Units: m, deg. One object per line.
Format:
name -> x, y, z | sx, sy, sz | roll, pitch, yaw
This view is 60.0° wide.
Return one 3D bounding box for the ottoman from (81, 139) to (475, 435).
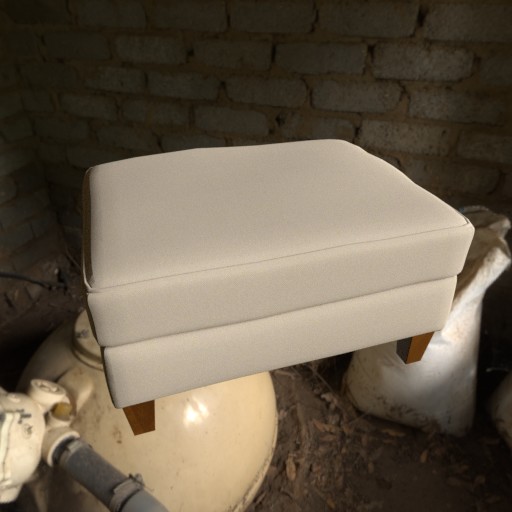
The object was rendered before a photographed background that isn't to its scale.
ottoman -> 0.000, 0.000, 1.185 | 0.818, 0.485, 0.634 | -10, 34, -15
